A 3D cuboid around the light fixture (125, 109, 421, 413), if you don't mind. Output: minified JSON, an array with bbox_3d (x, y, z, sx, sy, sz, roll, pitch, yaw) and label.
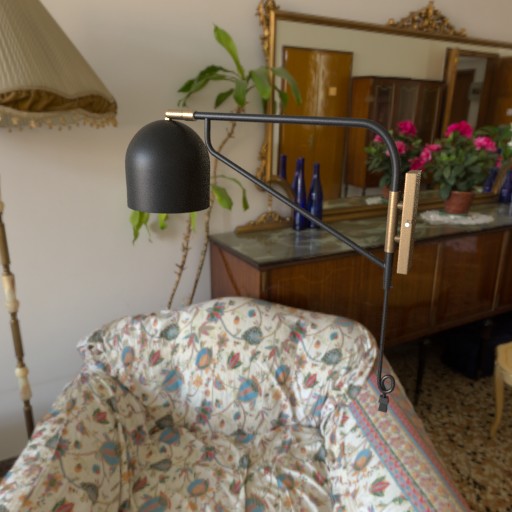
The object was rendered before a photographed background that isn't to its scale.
[{"bbox_3d":[0.000,0.000,1.092,0.720,0.696,0.215,8,18,25],"label":"light fixture"}]
